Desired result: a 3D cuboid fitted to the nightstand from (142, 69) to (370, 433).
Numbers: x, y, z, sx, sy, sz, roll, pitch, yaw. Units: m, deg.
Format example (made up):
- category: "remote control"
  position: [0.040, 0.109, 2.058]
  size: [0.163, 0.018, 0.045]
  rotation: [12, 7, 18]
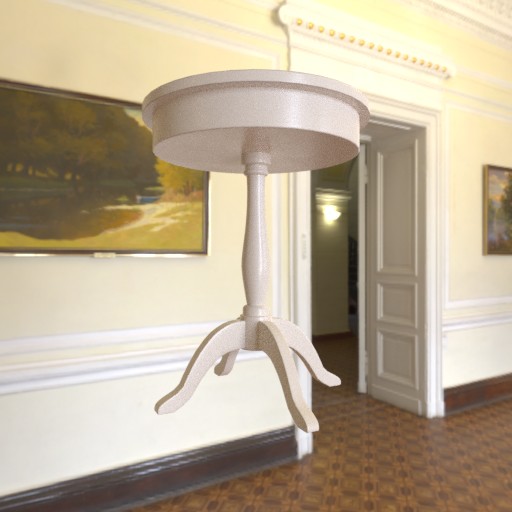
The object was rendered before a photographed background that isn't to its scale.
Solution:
- category: "nightstand"
  position: [0.000, 0.000, 1.028]
  size: [0.513, 0.653, 0.513]
  rotation: [0, 0, -18]
